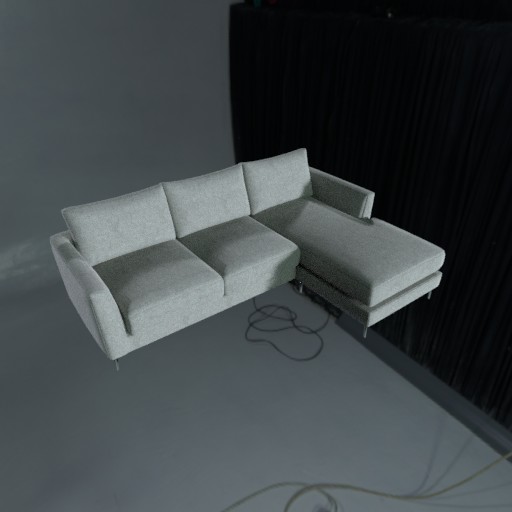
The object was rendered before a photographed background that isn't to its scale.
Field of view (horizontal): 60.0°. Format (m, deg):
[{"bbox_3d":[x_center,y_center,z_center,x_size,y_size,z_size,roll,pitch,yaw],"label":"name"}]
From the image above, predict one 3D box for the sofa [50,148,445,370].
[{"bbox_3d":[0.000,0.000,3.235,2.438,0.864,1.626,-21,37,-31],"label":"sofa"}]
